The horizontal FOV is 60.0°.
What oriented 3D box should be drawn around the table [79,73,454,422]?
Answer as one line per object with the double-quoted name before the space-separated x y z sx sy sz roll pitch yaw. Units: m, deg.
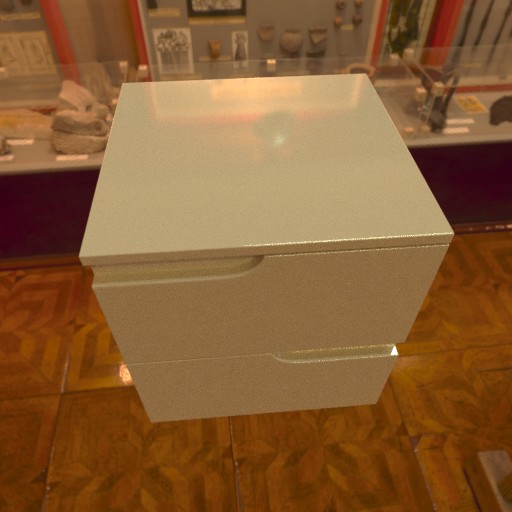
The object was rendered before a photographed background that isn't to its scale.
"table" 0.000 0.000 0.800 0.420 0.470 0.400 -4 48 -3
